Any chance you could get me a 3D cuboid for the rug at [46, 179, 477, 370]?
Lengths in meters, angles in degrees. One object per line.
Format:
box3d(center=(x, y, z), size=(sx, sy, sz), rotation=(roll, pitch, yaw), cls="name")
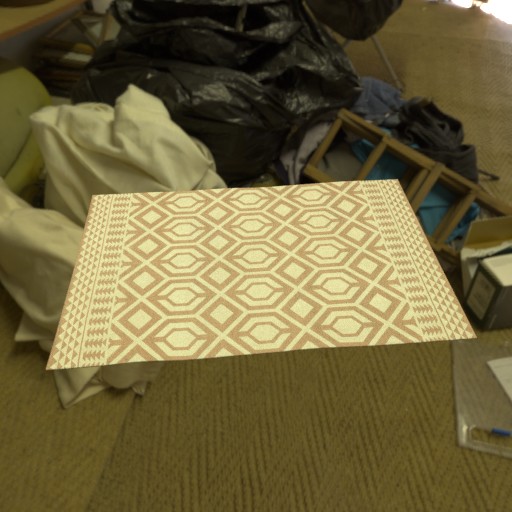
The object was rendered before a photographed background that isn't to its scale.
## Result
box3d(center=(0.000, 0.000, 3.011), size=(2.435, 0.011, 1.526), rotation=(-4, 47, -3), cls="rug")
